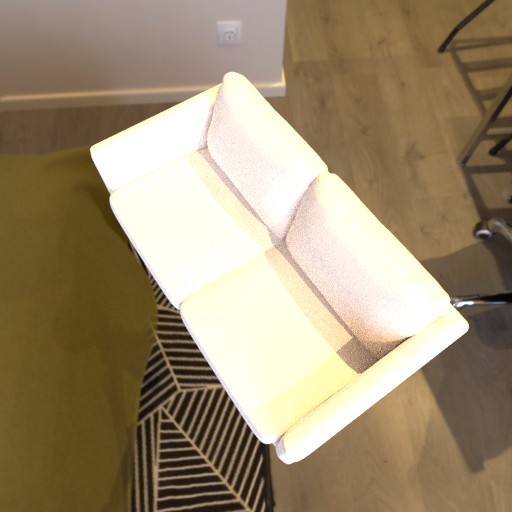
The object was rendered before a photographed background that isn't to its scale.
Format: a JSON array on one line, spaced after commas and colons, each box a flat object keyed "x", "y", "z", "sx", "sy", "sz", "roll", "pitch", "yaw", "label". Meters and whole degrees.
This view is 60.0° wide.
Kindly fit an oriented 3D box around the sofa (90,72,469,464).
[{"x": 0.000, "y": 0.000, "z": 2.195, "sx": 0.940, "sy": 0.893, "sz": 1.713, "roll": -32, "pitch": 68, "yaw": -15, "label": "sofa"}]
